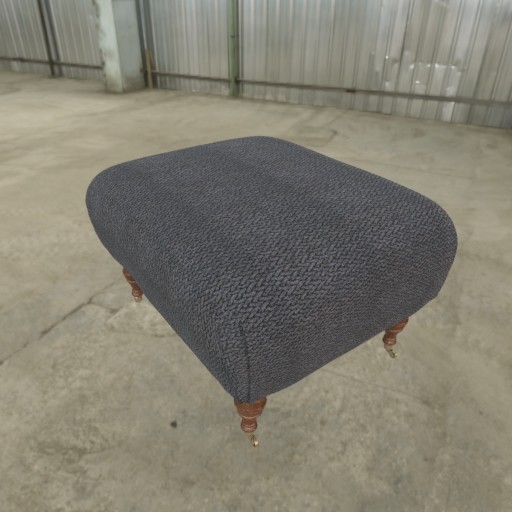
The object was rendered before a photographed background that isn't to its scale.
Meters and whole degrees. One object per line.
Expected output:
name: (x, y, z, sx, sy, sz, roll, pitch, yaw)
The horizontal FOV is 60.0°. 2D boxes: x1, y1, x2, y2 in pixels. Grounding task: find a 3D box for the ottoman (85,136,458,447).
ottoman: (0.000, 0.000, 1.121, 0.622, 0.450, 0.747, -21, 37, -30)
